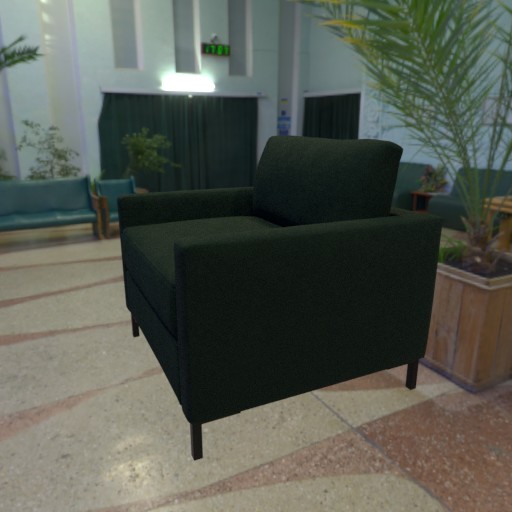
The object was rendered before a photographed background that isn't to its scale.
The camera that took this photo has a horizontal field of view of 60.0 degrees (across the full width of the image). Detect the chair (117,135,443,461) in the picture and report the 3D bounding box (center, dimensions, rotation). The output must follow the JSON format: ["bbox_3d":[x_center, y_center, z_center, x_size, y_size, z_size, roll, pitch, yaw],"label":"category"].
[{"bbox_3d":[0.000,0.000,1.654,0.866,0.861,0.963,-8,18,-25],"label":"chair"}]
